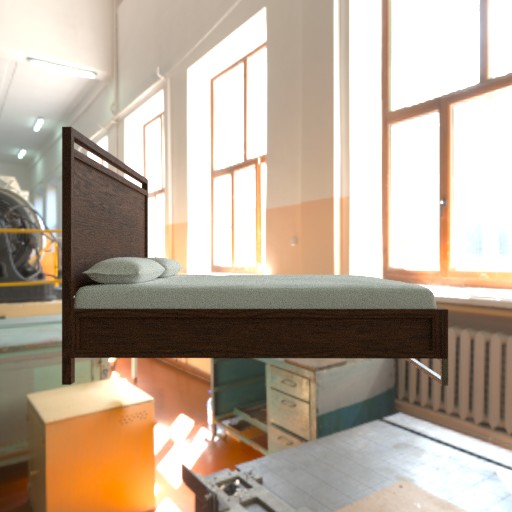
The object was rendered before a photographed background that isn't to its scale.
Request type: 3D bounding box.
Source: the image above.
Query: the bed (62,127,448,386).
[{"bbox_3d":[0.000,0.000,3.422,2.218,1.487,1.765,0,0,0],"label":"bed"}]
